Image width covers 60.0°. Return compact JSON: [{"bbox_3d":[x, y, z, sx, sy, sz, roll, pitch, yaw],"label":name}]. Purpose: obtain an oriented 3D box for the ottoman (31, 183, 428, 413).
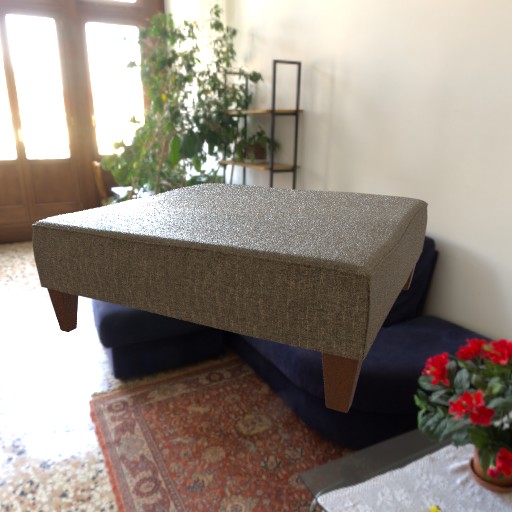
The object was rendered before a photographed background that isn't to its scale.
[{"bbox_3d":[0.000,0.000,1.532,1.016,0.379,0.981,8,18,26],"label":"ottoman"}]
